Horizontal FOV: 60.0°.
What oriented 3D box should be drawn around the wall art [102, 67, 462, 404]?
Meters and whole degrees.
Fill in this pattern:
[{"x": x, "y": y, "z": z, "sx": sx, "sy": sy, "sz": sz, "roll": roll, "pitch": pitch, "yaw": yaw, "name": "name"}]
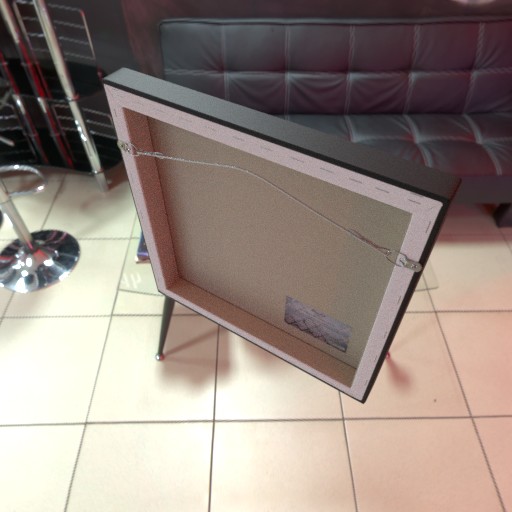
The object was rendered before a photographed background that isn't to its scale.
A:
[{"x": 0.000, "y": 0.000, "z": 0.602, "sx": 0.406, "sy": 0.407, "sz": 0.041, "roll": 25, "pitch": 53, "yaw": 21, "name": "wall art"}]
